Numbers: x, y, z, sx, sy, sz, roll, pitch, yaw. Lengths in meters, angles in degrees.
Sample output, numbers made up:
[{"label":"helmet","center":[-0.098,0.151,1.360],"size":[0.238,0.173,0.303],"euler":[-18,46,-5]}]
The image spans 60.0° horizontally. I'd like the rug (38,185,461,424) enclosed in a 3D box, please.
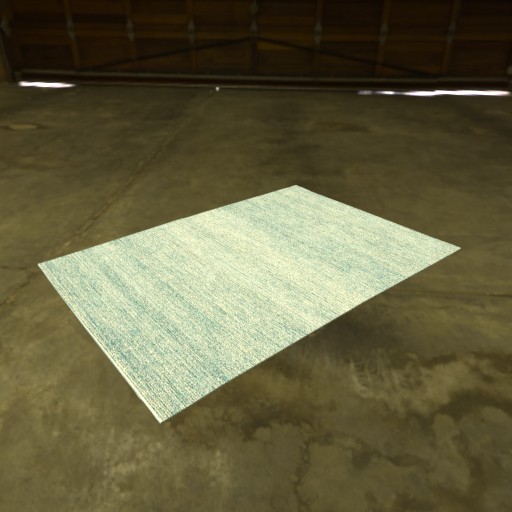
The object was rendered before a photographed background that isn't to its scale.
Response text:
[{"label":"rug","center":[0.000,0.000,2.926],"size":[2.306,0.030,1.613],"euler":[-22,36,-34]}]
